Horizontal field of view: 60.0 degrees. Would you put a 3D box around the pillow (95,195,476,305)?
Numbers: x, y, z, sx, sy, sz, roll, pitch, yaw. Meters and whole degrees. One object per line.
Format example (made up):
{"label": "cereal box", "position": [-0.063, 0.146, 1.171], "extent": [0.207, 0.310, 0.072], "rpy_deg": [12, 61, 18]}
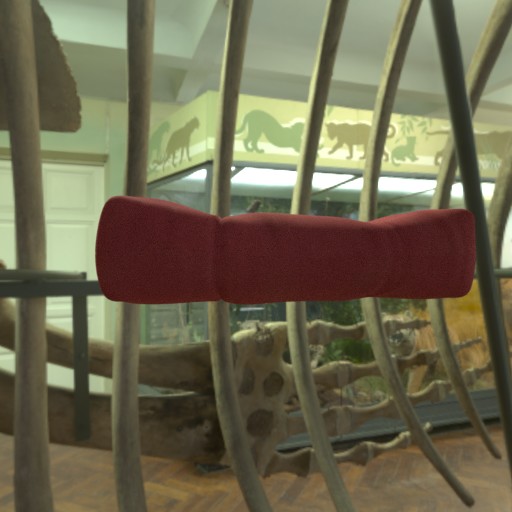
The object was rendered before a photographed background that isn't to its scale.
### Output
{"label": "pillow", "position": [0.000, 0.000, 0.719], "extent": [0.490, 0.128, 0.468], "rpy_deg": [0, -1, -19]}
